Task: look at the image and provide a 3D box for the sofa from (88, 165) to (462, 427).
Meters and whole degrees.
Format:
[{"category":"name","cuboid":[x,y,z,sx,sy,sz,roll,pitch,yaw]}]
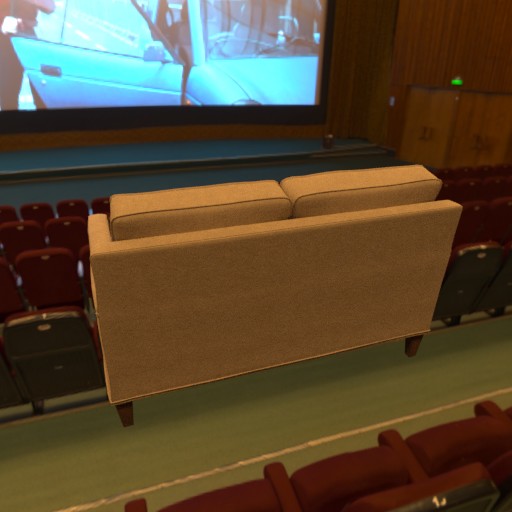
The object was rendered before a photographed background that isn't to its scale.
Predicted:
[{"category":"sofa","cuboid":[0.000,0.000,2.255,1.597,1.002,1.084,-8,27,-17]}]
